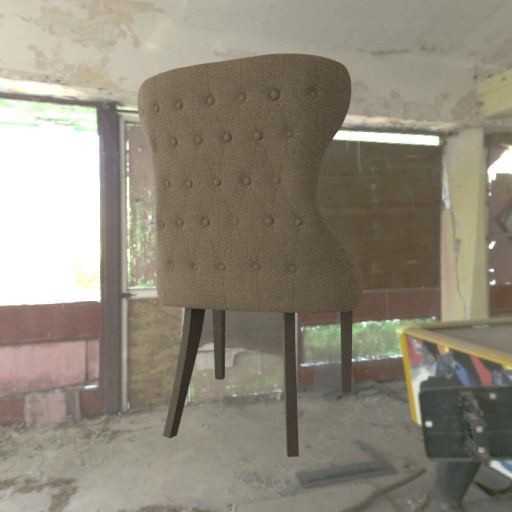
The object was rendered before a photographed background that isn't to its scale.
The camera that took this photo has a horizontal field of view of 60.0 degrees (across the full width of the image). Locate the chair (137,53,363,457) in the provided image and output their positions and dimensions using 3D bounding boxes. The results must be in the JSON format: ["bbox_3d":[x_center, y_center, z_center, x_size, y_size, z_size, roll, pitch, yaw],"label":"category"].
[{"bbox_3d":[0.000,0.000,1.347,0.628,0.967,0.635,1,2,18],"label":"chair"}]
